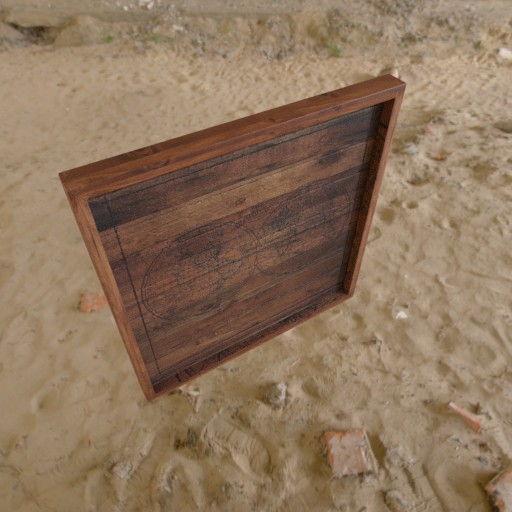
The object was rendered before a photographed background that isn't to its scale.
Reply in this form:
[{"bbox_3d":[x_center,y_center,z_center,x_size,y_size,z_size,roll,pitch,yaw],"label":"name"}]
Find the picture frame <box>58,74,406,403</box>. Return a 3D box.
[{"bbox_3d":[0.000,0.000,0.535,0.352,0.356,0.028,-24,51,-21],"label":"picture frame"}]
